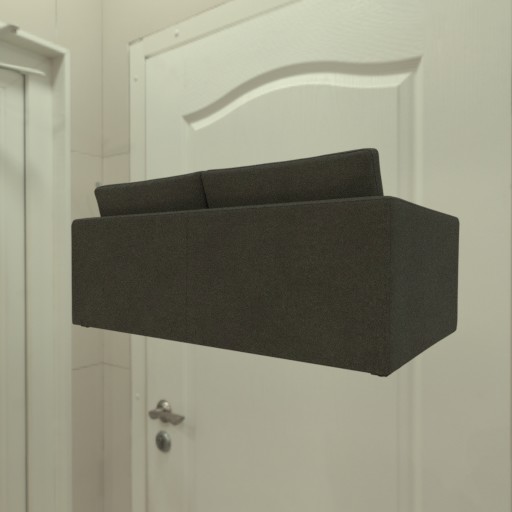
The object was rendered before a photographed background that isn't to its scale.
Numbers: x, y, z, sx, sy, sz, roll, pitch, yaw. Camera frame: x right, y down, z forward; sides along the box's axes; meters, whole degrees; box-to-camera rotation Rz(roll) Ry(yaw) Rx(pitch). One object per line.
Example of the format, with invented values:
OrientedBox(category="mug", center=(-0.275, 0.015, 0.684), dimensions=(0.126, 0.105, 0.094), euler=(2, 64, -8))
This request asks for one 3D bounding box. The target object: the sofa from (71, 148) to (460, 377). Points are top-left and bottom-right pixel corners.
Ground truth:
OrientedBox(category="sofa", center=(0.000, 0.000, 2.480), dimensions=(1.909, 0.845, 1.091), euler=(0, 1, 36))
